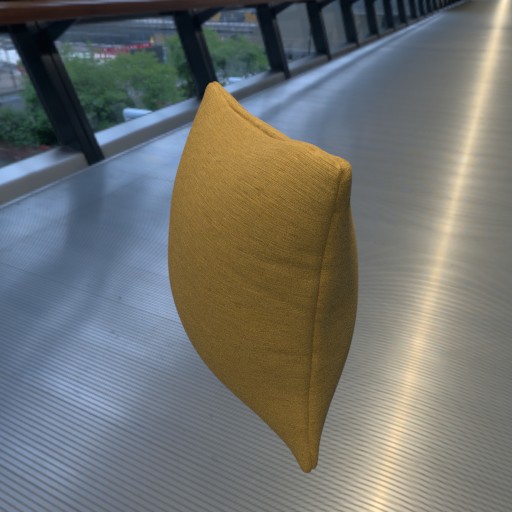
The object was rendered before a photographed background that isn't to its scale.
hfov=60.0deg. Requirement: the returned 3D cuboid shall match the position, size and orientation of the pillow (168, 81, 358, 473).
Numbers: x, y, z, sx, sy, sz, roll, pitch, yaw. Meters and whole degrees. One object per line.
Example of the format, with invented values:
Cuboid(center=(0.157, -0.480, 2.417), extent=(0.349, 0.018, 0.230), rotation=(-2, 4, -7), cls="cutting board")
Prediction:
Cuboid(center=(0.000, 0.000, 0.644), extent=(0.247, 0.417, 0.435), rotation=(-10, 32, -17), cls="pillow")
